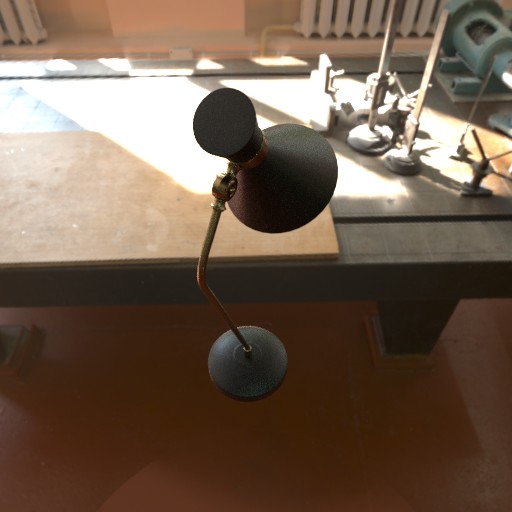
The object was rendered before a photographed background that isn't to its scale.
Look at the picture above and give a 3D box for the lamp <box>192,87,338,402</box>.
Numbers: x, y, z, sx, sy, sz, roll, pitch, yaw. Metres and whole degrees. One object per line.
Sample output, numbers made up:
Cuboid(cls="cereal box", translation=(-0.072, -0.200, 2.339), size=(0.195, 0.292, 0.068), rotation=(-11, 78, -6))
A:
Cuboid(cls="lamp", translation=(0.000, 0.000, 0.763), size=(0.189, 0.647, 0.292), rotation=(26, 52, 22))
